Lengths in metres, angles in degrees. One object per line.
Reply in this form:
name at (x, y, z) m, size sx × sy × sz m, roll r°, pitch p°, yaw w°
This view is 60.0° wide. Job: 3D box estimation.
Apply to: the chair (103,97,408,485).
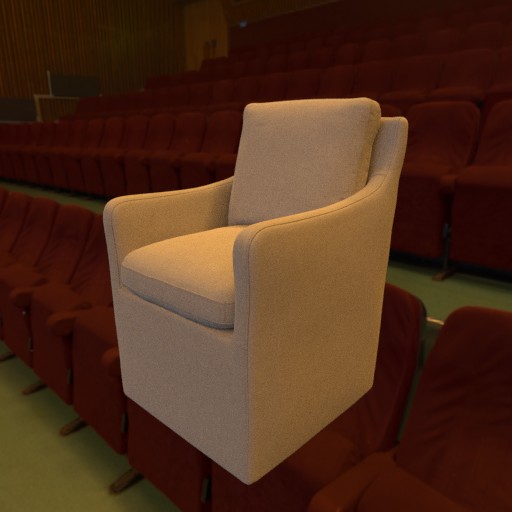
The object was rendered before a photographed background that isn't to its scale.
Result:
chair at (0.000, 0.000, 1.348) m, size 0.626 × 0.914 × 0.694 m, roll 15°, pitch 22°, yaw 41°
